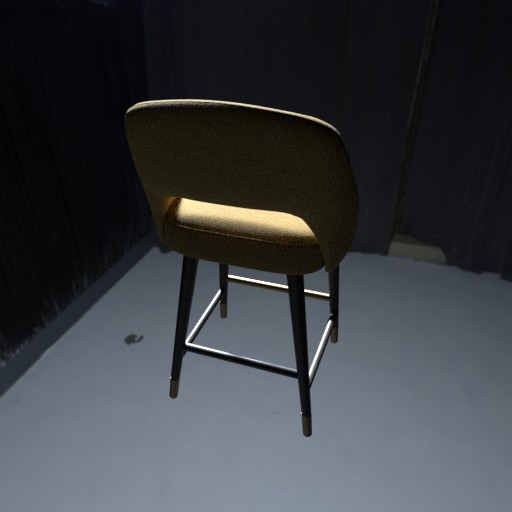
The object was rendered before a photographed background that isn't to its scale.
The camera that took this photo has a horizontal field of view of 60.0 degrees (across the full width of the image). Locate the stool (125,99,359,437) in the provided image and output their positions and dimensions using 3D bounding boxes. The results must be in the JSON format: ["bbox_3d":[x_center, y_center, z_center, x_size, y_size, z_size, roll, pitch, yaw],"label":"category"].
[{"bbox_3d":[0.000,0.000,1.254,0.536,0.939,0.522,10,32,16],"label":"stool"}]
